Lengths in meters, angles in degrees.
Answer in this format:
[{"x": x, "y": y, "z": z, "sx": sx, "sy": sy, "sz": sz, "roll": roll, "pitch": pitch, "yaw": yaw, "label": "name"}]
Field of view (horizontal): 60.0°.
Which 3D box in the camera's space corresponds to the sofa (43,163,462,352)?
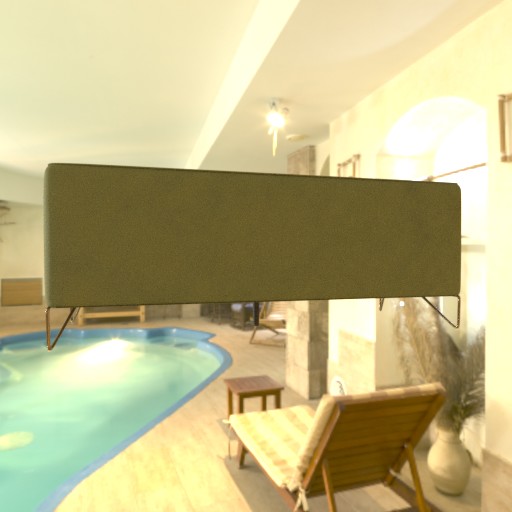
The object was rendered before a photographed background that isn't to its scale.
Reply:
[{"x": 0.000, "y": 0.000, "z": 2.499, "sx": 2.087, "sy": 0.789, "sz": 0.867, "roll": 0, "pitch": 0, "yaw": -16, "label": "sofa"}]
